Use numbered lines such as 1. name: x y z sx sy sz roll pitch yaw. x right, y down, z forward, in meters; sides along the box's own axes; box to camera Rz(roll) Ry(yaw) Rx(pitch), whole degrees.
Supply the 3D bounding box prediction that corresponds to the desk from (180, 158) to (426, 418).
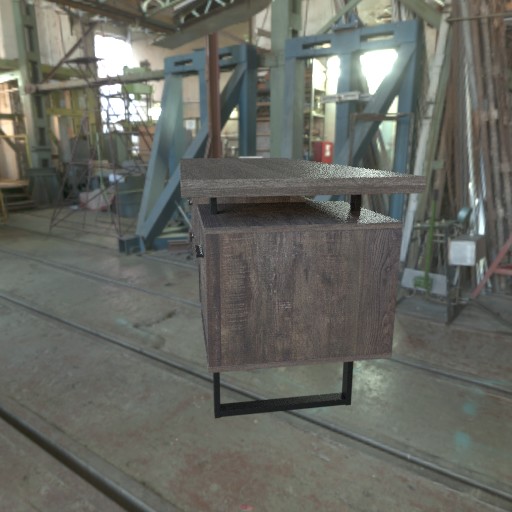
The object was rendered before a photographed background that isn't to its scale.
1. desk: 0.000 0.000 1.869 0.600 0.760 1.524 -2 14 -9
